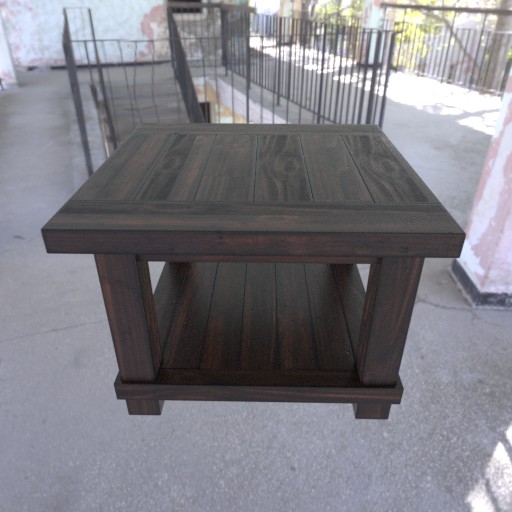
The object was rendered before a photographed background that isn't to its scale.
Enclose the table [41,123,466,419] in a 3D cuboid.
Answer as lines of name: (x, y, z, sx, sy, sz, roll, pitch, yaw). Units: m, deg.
table: (0.000, 0.000, 0.994, 0.606, 0.437, 0.593, 1, 31, 1)
